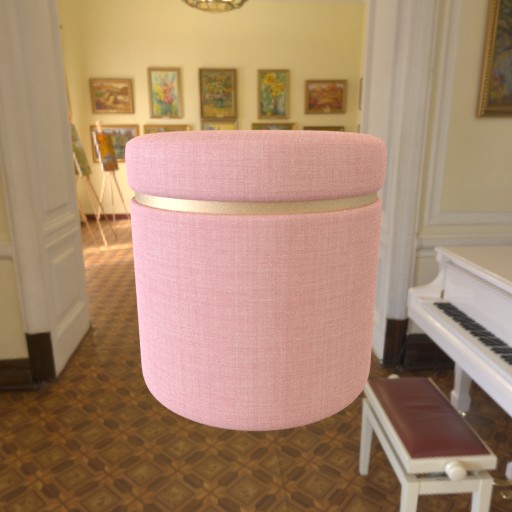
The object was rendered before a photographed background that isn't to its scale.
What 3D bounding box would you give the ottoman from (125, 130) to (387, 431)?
[{"bbox_3d":[0.000,0.000,0.747,0.400,0.406,0.400,0,15,0],"label":"ottoman"}]
